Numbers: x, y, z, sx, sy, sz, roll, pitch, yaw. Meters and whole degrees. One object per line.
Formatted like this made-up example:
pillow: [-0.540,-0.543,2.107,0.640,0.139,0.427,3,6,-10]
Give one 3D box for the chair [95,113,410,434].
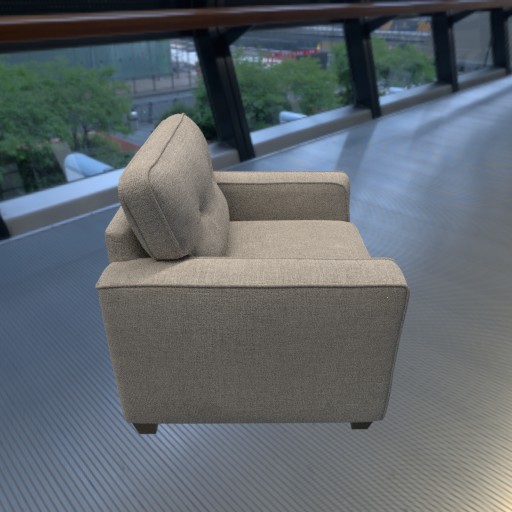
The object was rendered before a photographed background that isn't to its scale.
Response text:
chair: [0.000,0.000,1.770,0.939,0.965,1.015,0,30,0]
